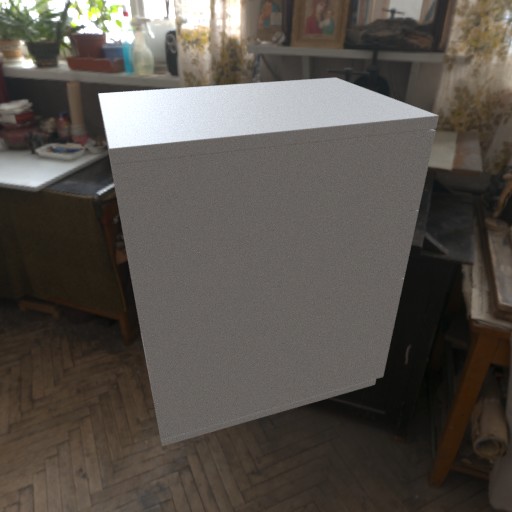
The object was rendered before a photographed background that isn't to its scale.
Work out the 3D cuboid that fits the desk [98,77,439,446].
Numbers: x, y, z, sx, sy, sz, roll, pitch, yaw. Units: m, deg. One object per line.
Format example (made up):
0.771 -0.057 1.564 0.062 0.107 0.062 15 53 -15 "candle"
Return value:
0.000 0.000 1.093 0.600 0.730 0.404 -10 33 -16 "desk"
